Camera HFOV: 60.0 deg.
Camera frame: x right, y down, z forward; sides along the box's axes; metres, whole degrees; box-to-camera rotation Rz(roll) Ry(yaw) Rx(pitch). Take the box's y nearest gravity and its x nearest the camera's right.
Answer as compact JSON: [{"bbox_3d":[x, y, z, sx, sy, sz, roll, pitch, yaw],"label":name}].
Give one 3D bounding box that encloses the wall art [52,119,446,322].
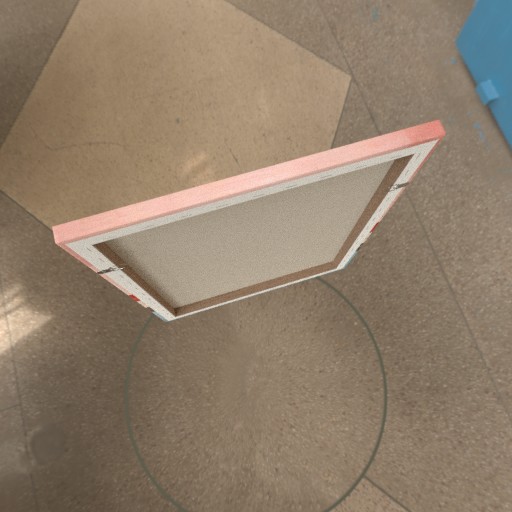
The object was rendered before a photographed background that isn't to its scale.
[{"bbox_3d":[0.000,0.000,1.317,0.761,1.016,0.039,-16,74,-5],"label":"wall art"}]
